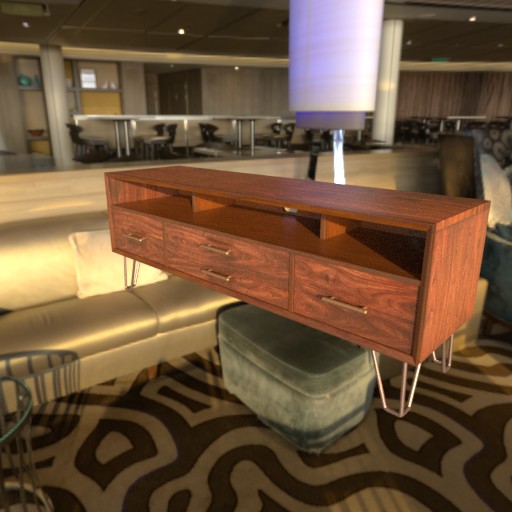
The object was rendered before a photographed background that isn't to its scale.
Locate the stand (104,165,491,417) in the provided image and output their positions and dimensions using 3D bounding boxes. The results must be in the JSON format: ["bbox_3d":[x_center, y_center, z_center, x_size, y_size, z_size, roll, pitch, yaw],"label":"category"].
[{"bbox_3d":[0.000,0.000,1.881,1.626,0.610,0.481,16,23,41],"label":"stand"}]
